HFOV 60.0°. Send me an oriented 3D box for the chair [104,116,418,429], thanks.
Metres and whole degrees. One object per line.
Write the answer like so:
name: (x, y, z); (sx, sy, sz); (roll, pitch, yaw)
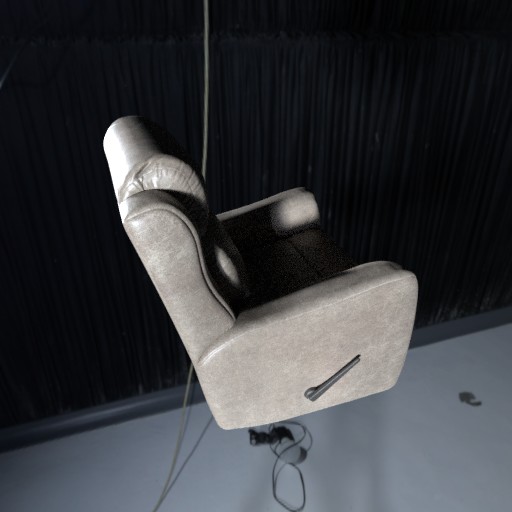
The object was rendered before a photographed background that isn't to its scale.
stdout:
chair: (0.000, 0.000, 1.892); (1.068, 1.116, 0.967); (-10, 31, -17)
